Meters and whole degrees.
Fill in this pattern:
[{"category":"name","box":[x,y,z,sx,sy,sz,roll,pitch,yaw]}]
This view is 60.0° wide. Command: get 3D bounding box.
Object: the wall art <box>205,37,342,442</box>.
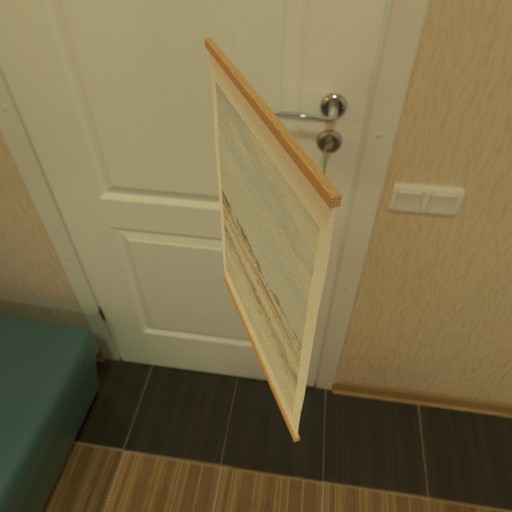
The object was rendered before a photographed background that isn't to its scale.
[{"category":"wall art","box":[0.000,0.000,0.807,0.011,0.605,0.458,-15,47,-14]}]
